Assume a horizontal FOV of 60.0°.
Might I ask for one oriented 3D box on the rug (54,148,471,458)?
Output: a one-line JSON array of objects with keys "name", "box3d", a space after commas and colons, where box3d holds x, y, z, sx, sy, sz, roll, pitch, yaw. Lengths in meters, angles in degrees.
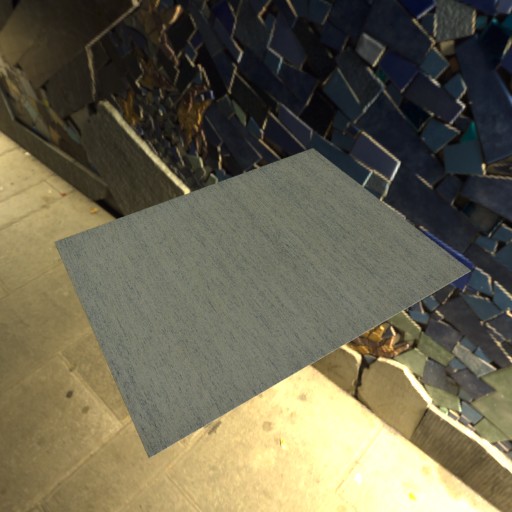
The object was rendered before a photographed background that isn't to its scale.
[{"name": "rug", "box3d": [0.000, 0.000, 4.263, 3.197, 0.006, 2.438, -24, 51, -22]}]
